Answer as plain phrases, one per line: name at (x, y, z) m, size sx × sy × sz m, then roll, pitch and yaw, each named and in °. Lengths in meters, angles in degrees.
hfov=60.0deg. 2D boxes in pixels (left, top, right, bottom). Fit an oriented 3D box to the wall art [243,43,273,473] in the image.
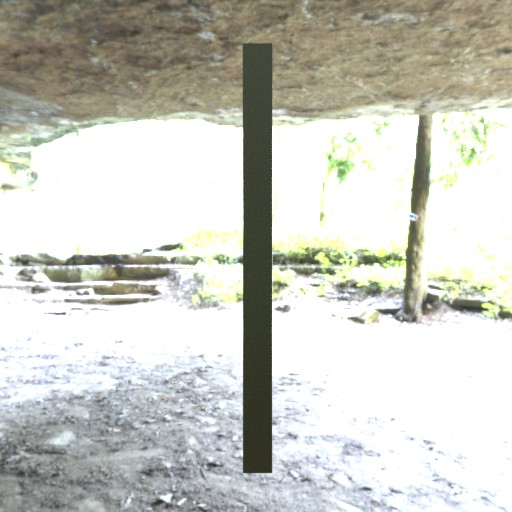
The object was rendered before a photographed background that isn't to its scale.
wall art at (0.000, 0.000, 0.748) m, size 0.032 × 0.456 × 0.557 m, roll 0°, pitch 1°, yaw 0°
